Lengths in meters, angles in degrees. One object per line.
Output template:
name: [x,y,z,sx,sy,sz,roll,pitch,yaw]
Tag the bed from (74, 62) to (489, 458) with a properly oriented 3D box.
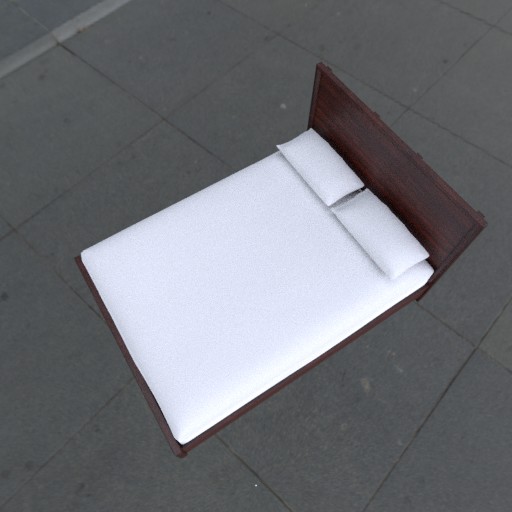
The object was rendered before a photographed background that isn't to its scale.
bed: [0.000,0.000,3.944,2.803,1.492,2.040,-30,66,-14]
